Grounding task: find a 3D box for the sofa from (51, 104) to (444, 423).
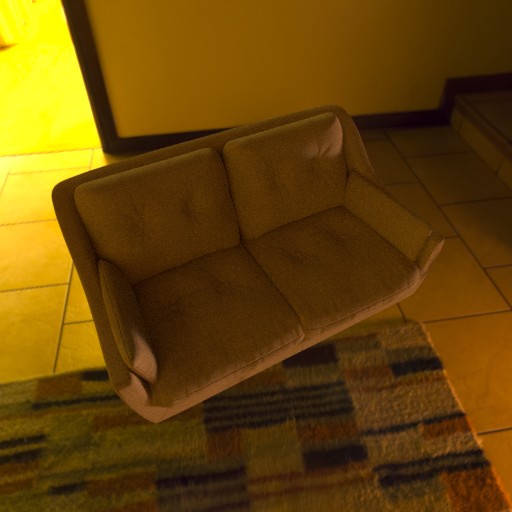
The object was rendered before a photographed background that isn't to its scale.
[{"bbox_3d":[0.000,0.000,2.208,1.652,0.888,0.965,-22,49,-20],"label":"sofa"}]
